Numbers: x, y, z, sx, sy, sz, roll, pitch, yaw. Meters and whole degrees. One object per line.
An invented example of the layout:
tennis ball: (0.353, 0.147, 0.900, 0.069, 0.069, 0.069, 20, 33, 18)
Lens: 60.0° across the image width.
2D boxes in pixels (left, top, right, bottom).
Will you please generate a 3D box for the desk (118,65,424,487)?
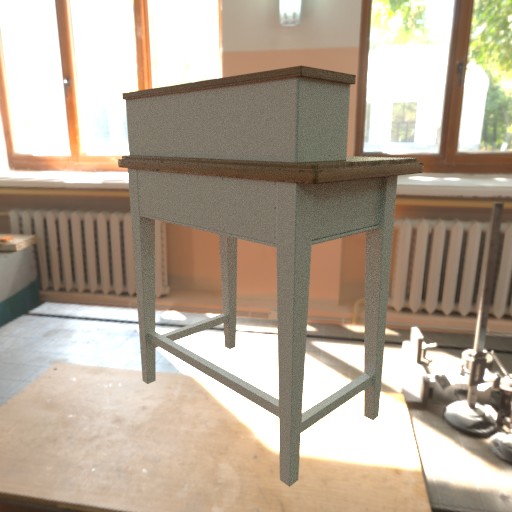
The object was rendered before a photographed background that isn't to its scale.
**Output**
desk: (0.000, 0.000, 1.387, 0.462, 0.981, 0.814, -14, 20, -42)
